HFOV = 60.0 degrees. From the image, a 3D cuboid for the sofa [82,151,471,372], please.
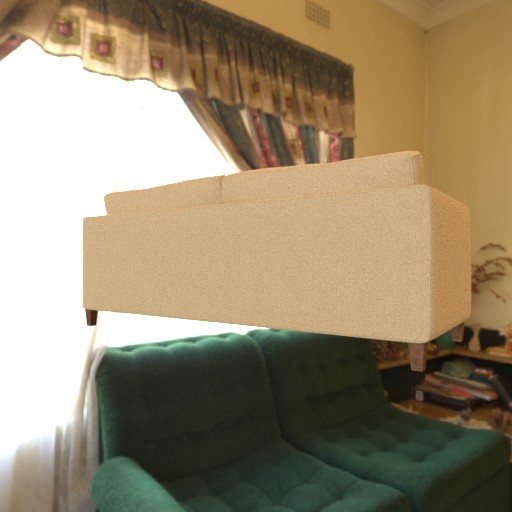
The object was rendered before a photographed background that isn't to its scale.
[{"bbox_3d":[0.000,0.000,2.811,2.361,0.968,0.951,0,-1,35],"label":"sofa"}]
